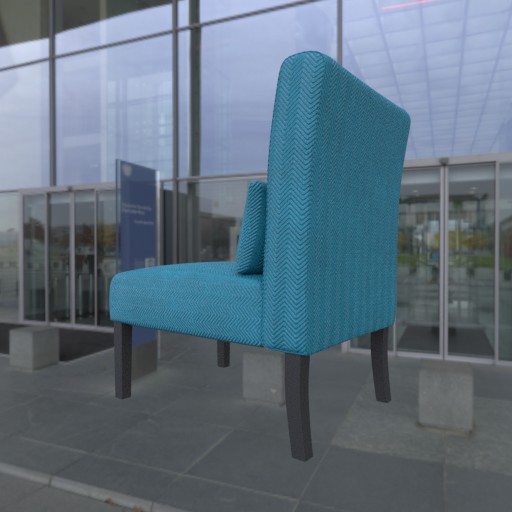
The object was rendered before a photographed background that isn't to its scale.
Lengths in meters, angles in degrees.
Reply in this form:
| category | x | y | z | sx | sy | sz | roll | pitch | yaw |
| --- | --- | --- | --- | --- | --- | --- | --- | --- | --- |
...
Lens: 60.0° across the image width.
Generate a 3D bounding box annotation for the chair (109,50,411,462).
| category | x | y | z | sx | sy | sz | roll | pitch | yaw |
| --- | --- | --- | --- | --- | --- | --- | --- | --- | --- |
| chair | 0.000 | 0.000 | 1.421 | 0.808 | 0.927 | 0.579 | 1 | 1 | 38 |
